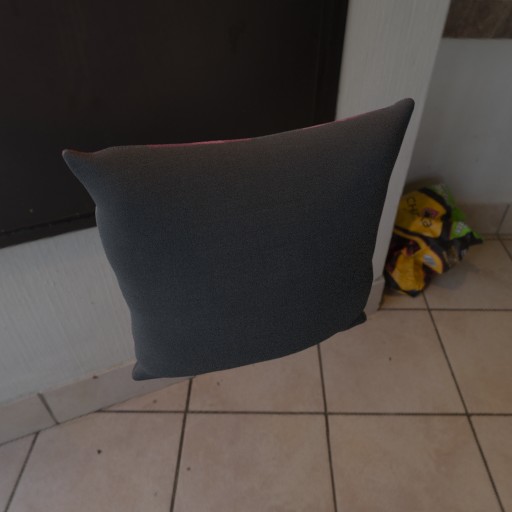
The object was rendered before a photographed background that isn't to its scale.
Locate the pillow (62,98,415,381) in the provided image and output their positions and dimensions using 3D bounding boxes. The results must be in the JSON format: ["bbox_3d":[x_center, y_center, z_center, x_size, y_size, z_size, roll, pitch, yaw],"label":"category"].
[{"bbox_3d":[0.000,0.000,0.756,0.503,0.496,0.208,-12,42,-13],"label":"pillow"}]
